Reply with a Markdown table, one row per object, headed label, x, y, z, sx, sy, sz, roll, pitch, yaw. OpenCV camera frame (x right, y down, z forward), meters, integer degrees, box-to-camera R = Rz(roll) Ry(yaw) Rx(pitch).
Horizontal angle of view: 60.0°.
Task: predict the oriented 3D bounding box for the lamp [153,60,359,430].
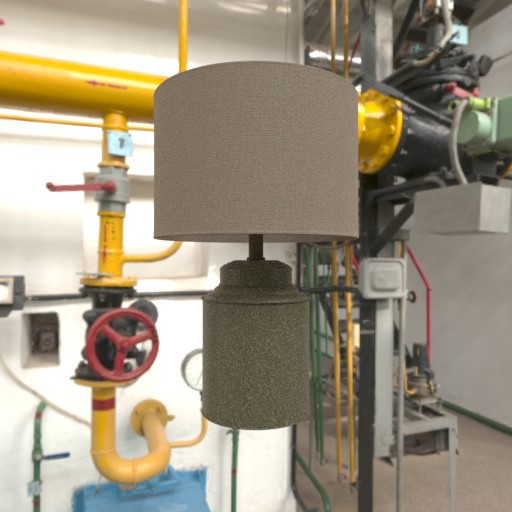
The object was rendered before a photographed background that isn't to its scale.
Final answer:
| label | x | y | z | sx | sy | sz | roll | pitch | yaw |
| --- | --- | --- | --- | --- | --- | --- | --- | --- | --- |
| lamp | 0.000 | 0.000 | 0.704 | 0.318 | 0.486 | 0.318 | 0 | 0 | 0 |
